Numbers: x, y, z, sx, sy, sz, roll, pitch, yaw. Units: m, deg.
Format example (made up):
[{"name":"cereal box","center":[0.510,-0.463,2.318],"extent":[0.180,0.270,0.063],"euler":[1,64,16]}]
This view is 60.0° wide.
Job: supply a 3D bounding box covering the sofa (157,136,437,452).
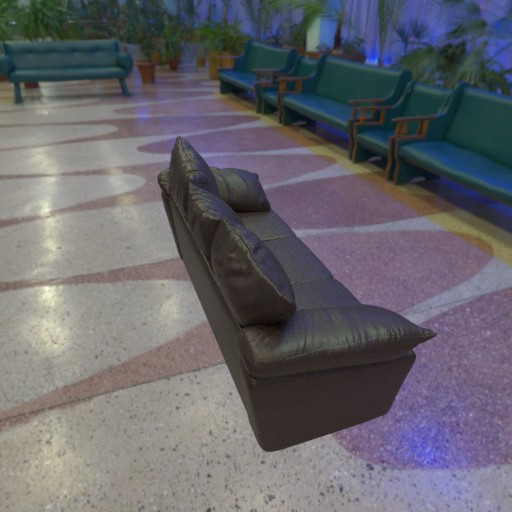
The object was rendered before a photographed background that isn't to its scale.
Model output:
[{"name":"sofa","center":[0.000,0.000,2.913],"extent":[0.907,1.091,2.390],"euler":[-11,33,-17]}]
